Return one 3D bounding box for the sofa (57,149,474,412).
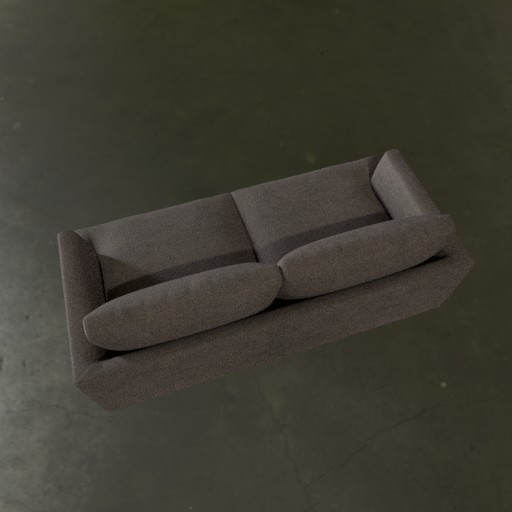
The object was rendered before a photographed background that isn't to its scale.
[{"bbox_3d":[0.000,0.000,2.441,1.948,0.868,1.020,-16,59,-9],"label":"sofa"}]
